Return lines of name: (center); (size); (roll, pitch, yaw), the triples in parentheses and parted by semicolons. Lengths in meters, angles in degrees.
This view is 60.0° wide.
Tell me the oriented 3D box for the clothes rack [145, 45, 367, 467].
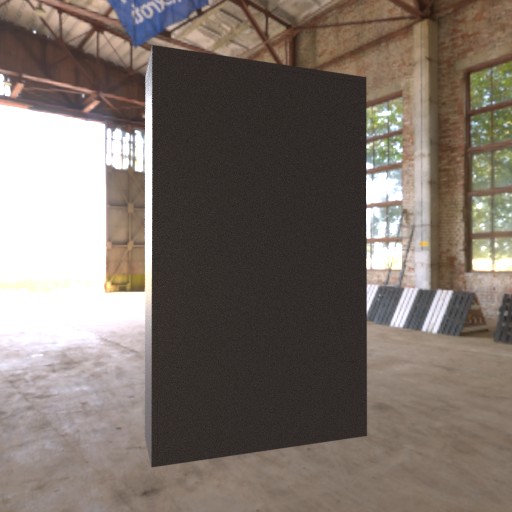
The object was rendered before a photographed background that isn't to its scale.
clothes rack: (0.000, 0.000, 1.579); (0.750, 1.280, 0.250); (0, 0, -19)
